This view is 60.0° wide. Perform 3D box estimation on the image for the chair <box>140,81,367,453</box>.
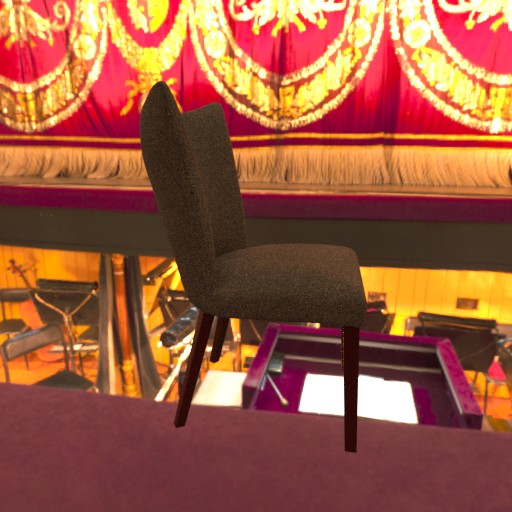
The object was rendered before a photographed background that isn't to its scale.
[{"bbox_3d":[0.000,0.000,1.323,0.623,0.924,0.535,2,14,9],"label":"chair"}]
